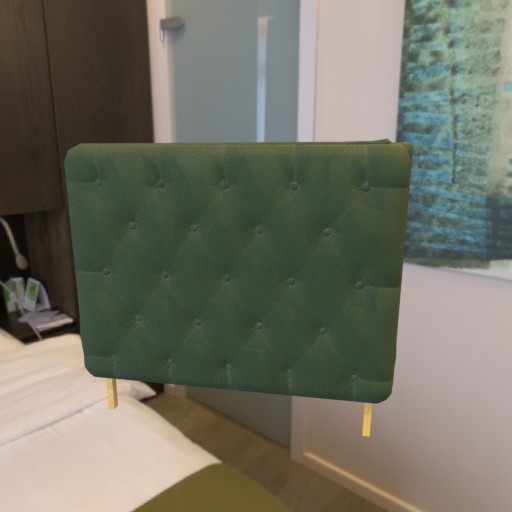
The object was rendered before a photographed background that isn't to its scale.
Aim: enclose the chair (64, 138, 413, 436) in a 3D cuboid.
[{"bbox_3d":[0.000,0.000,1.522,0.855,0.768,0.917,2,14,10],"label":"chair"}]
